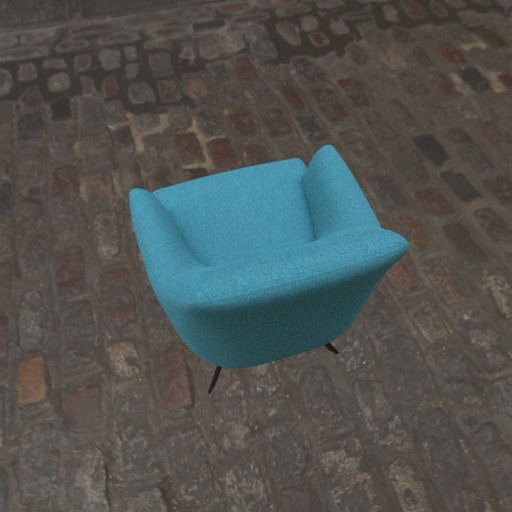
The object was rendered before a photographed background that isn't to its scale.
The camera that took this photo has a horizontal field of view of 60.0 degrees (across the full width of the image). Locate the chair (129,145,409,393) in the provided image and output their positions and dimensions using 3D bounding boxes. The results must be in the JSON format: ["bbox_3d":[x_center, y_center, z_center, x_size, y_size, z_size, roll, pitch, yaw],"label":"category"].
[{"bbox_3d":[0.000,0.000,1.341,0.642,0.874,0.677,-15,59,-9],"label":"chair"}]
